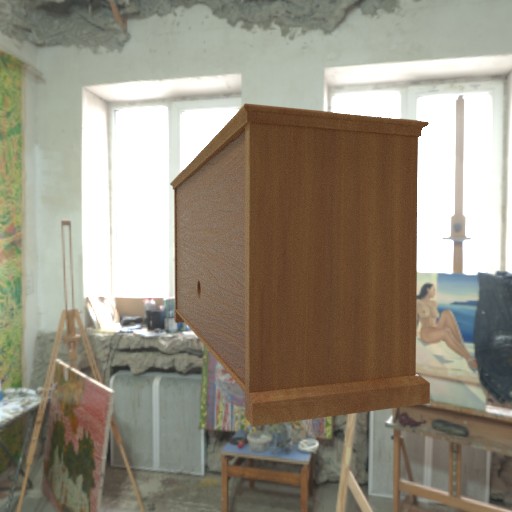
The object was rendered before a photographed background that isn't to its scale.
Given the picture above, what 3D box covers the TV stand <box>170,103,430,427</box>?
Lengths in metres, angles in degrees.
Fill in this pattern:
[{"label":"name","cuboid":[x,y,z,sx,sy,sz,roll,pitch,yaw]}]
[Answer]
[{"label":"TV stand","cuboid":[0.000,0.000,1.451,0.417,0.607,1.181,-1,2,-18]}]
